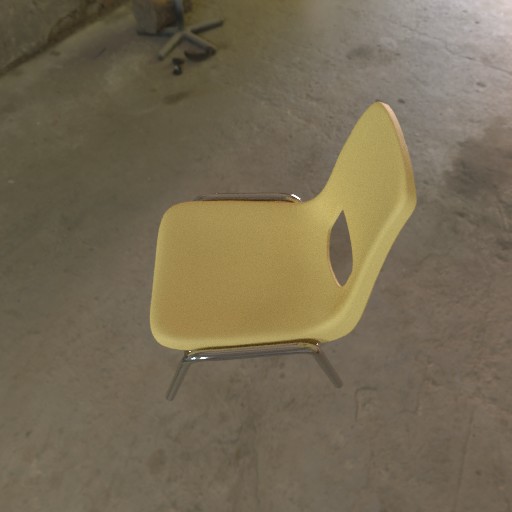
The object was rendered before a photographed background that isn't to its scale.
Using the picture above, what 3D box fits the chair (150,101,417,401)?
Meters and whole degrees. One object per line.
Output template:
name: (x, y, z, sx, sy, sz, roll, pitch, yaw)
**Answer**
chair: (0.000, 0.000, 0.789, 0.385, 0.536, 0.354, -2, 57, -1)
